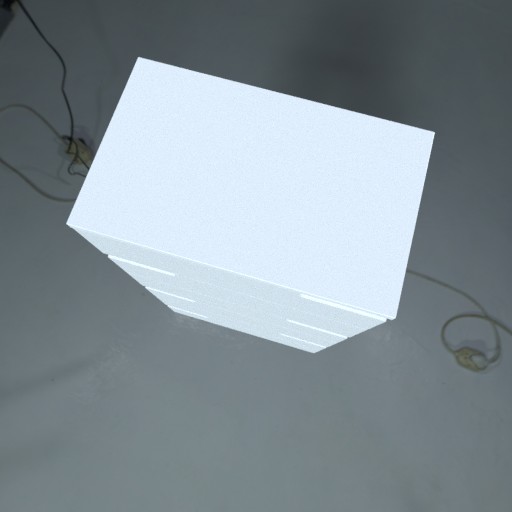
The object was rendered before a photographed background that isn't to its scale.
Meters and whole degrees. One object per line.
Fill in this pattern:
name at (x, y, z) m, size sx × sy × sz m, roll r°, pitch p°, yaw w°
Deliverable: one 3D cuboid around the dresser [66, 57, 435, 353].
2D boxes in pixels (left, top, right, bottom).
dresser at (0.000, 0.000, 1.459) m, size 0.650 × 1.190 × 0.400 m, roll 16°, pitch 75°, yaw 4°
